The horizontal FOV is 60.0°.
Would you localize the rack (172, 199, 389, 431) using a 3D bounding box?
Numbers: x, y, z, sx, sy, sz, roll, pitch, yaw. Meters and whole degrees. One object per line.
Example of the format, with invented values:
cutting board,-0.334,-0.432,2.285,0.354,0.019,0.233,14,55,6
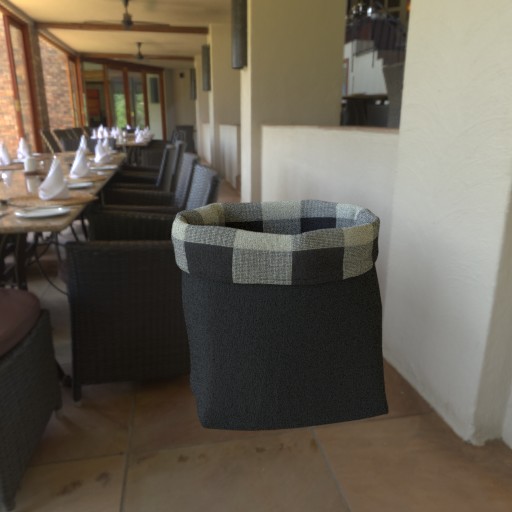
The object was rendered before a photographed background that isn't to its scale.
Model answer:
rack,0.000,0.000,1.083,0.370,0.329,0.889,-2,17,-8
